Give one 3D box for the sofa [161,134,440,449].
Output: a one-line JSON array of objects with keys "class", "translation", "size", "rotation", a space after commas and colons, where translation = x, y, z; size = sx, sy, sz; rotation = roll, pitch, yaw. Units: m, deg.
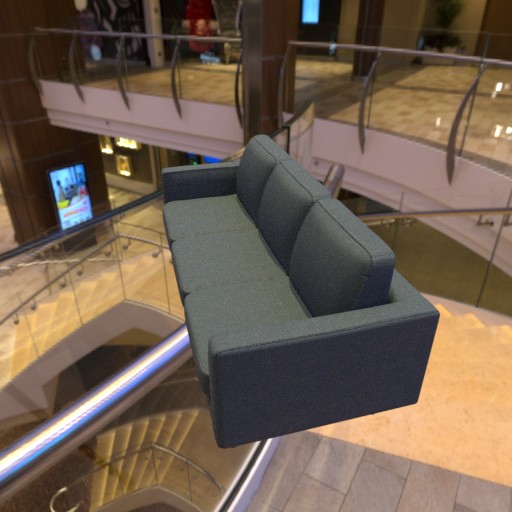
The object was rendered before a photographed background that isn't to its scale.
[{"class": "sofa", "translation": [0.000, 0.000, 2.562], "size": [0.935, 0.945, 2.013], "rotation": [-8, 31, -13]}]
